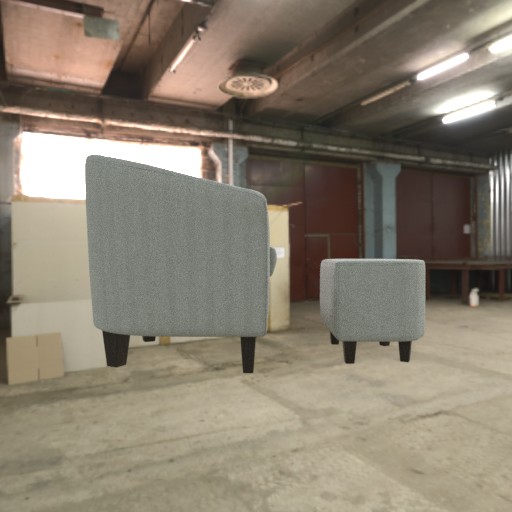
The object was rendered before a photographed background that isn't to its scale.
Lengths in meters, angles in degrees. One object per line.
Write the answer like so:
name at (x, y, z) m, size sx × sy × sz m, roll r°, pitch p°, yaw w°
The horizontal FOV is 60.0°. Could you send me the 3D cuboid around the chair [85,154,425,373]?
chair at (0.000, 0.000, 1.740) m, size 1.288 × 0.757 × 0.756 m, roll 0°, pitch 0°, yaw 1°
